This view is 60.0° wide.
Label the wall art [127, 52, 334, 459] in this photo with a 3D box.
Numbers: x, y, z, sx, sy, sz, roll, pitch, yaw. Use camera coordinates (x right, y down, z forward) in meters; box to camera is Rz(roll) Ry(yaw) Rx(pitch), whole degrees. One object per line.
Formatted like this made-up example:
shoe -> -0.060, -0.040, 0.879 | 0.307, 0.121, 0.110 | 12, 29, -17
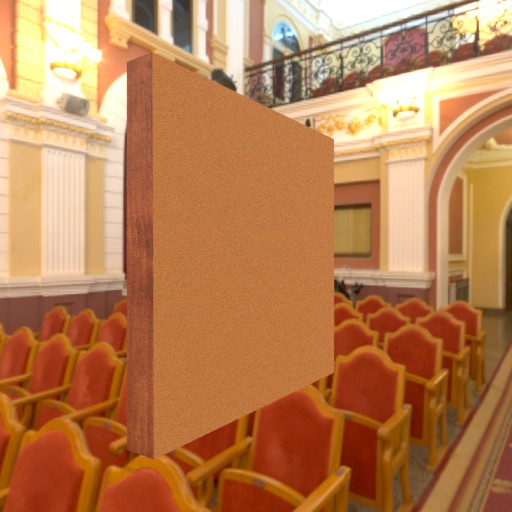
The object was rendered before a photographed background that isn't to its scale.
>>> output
wall art -> 0.000, 0.000, 0.586 | 0.038, 0.385, 0.386 | 0, 0, 36
